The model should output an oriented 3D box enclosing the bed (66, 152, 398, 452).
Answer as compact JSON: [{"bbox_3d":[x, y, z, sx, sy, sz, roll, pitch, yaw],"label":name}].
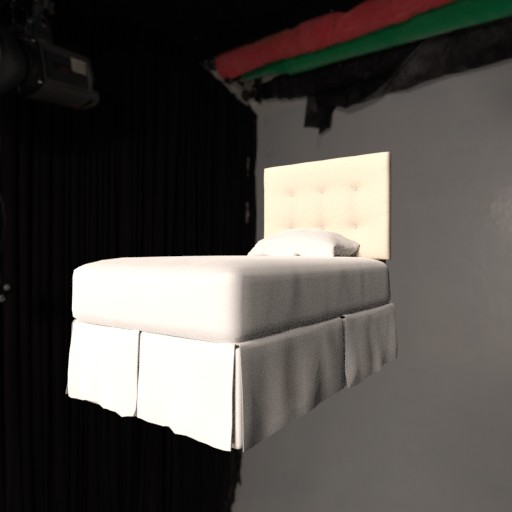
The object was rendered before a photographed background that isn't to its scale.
[{"bbox_3d":[0.000,0.000,2.897,1.261,1.571,1.997,0,0,36],"label":"bed"}]
